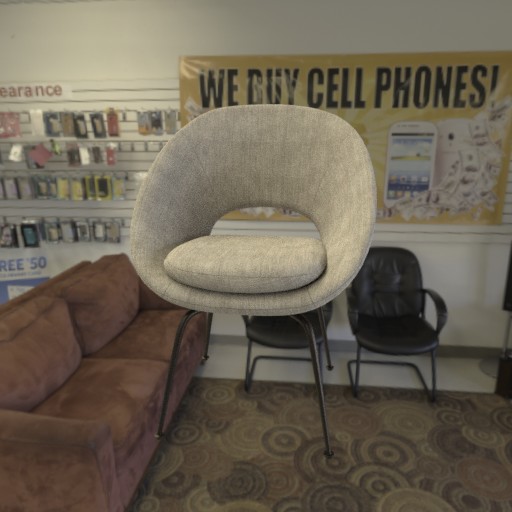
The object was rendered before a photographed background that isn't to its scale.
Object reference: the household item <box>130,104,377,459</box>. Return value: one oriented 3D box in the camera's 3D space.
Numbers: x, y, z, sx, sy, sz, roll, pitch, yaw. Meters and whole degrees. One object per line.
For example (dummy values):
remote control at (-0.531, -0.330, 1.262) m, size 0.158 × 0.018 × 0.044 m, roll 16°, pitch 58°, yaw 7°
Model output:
household item at (0.000, 0.000, 1.276) m, size 0.643 × 0.869 × 0.587 m, roll 2°, pitch 15°, yaw 9°
